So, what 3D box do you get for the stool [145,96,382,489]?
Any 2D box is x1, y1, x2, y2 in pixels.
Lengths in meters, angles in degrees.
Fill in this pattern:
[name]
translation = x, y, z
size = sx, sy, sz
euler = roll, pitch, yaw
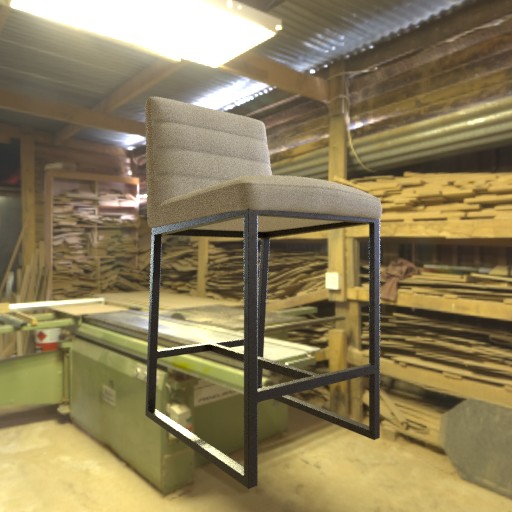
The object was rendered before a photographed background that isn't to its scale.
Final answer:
[stool]
translation = 0.000, 0.000, 1.261
size = 0.459, 0.971, 0.567
euler = 0, 0, -37
